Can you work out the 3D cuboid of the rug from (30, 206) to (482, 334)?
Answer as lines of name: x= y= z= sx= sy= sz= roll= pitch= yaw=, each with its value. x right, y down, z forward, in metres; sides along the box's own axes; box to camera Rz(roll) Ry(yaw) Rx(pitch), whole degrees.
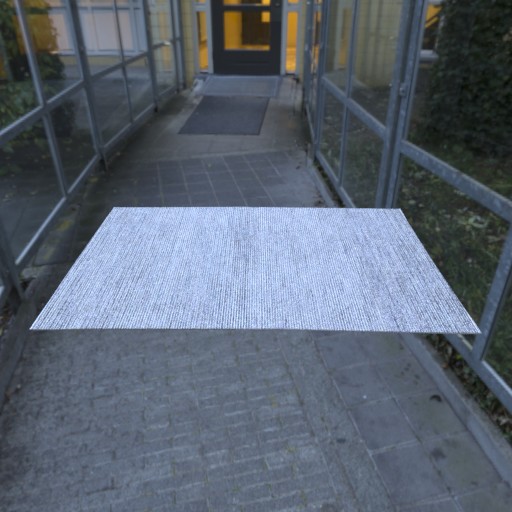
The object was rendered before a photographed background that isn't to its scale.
rug: x=0.000 y=0.000 z=2.243 sx=1.789 sy=0.021 sz=1.159 roll=0 pitch=31 yaw=1
